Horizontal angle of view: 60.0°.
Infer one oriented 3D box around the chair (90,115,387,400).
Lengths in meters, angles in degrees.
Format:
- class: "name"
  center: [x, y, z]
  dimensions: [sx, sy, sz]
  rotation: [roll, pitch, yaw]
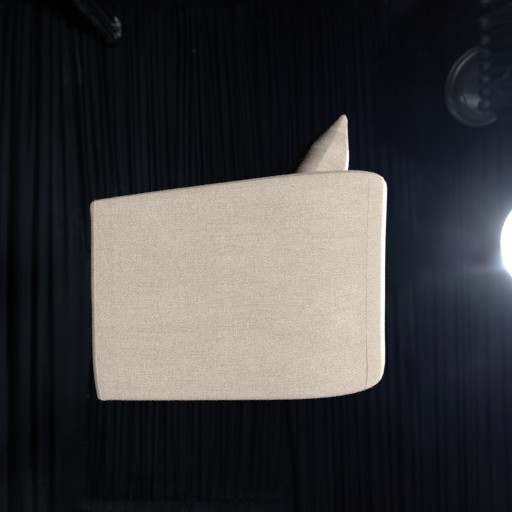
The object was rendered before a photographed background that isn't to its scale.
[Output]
- class: "chair"
  center: [0.000, 0.000, 1.604]
  dimensions: [0.910, 0.848, 0.845]
  rotation: [0, -1, -1]
